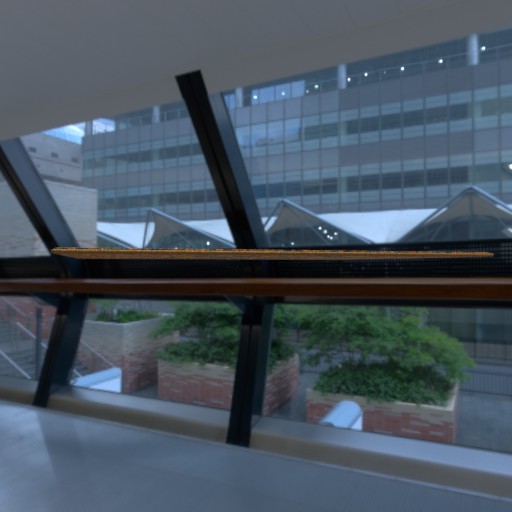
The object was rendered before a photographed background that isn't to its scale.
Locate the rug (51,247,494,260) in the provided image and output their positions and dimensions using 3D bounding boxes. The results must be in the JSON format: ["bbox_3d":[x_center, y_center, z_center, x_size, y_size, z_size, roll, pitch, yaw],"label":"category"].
[{"bbox_3d":[0.000,0.000,2.813,2.204,0.024,1.588,0,-1,-19],"label":"rug"}]
